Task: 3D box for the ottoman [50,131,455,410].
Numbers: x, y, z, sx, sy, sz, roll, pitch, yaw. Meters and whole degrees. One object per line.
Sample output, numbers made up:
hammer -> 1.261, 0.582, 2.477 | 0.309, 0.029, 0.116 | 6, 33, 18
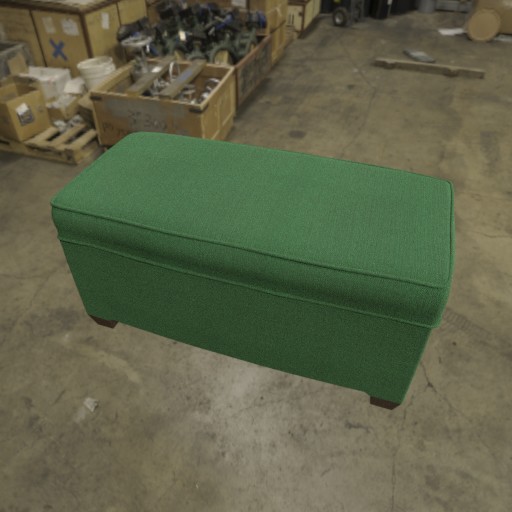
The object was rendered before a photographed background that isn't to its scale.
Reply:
ottoman -> 0.000, 0.000, 1.249 | 0.957, 0.471, 0.483 | 13, 42, 14
